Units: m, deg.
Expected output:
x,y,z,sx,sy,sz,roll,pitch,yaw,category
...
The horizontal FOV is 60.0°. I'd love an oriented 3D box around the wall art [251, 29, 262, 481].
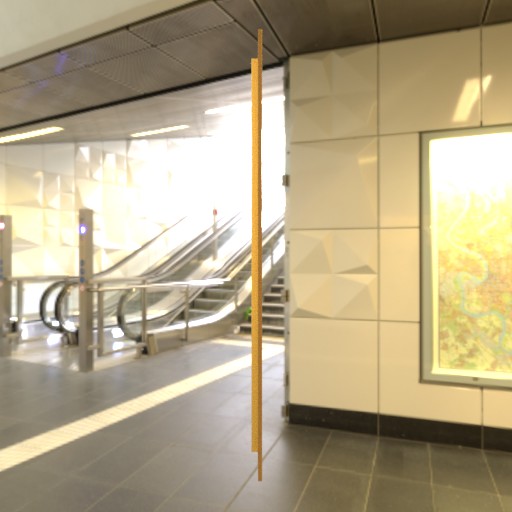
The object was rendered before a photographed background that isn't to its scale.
x,y,z,sx,sy,sz,roll,pitch,yaw,category
0.000,0.000,1.629,0.025,1.067,1.168,0,0,0,wall art
